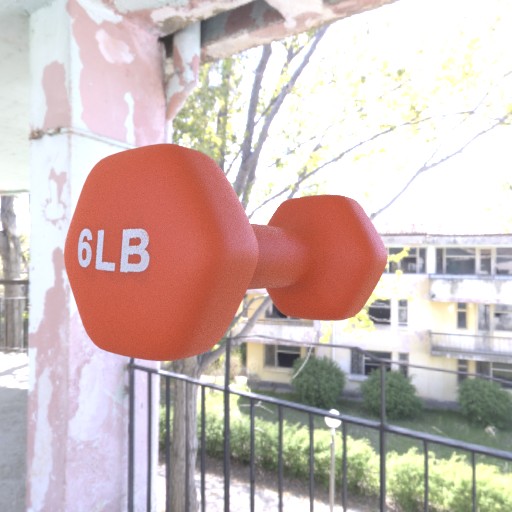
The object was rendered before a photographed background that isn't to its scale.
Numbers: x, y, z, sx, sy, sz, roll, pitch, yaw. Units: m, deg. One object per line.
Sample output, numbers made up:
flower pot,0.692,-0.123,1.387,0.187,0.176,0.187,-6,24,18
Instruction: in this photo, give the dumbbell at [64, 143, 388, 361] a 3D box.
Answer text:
dumbbell,0.000,0.000,0.206,0.079,0.071,0.162,-1,-1,36
